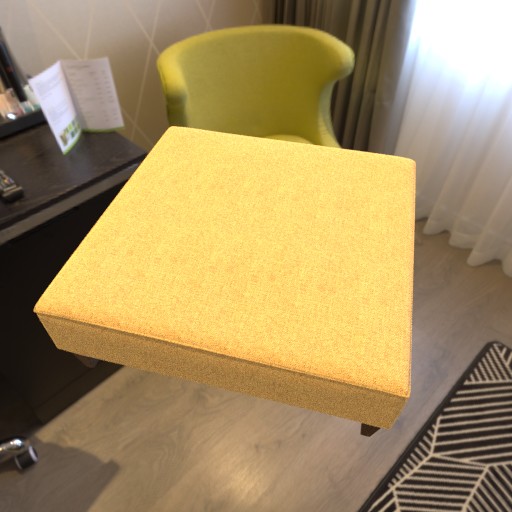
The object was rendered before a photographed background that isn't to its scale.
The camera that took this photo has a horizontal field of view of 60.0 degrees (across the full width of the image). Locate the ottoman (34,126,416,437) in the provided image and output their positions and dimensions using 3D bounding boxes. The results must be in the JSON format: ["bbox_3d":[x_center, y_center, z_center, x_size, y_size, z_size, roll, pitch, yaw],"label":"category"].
[{"bbox_3d":[0.000,0.000,1.509,0.981,0.378,0.970,11,47,10],"label":"ottoman"}]
